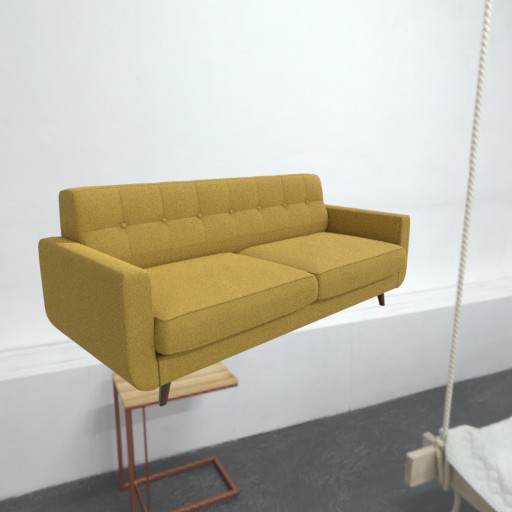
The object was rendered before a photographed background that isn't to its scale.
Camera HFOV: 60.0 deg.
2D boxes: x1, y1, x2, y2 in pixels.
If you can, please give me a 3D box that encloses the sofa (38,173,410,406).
[{"bbox_3d":[0.000,0.000,2.505,2.029,0.841,0.909,-13,19,-42],"label":"sofa"}]
